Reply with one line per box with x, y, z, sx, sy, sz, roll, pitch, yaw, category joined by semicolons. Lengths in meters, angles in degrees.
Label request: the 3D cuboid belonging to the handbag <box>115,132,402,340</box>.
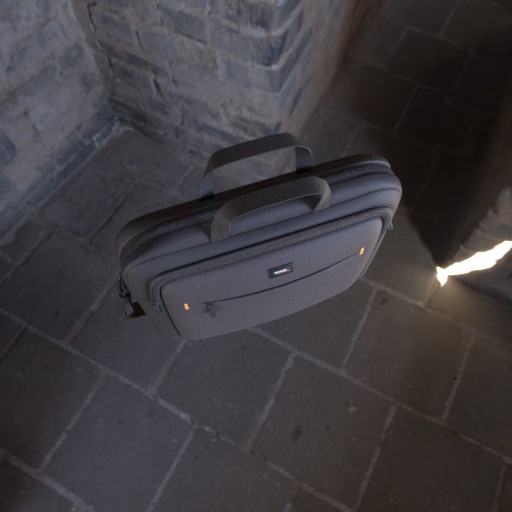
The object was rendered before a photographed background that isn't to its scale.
0.000;0.000;0.588;0.429;0.330;0.126;-17;65;-8;handbag
